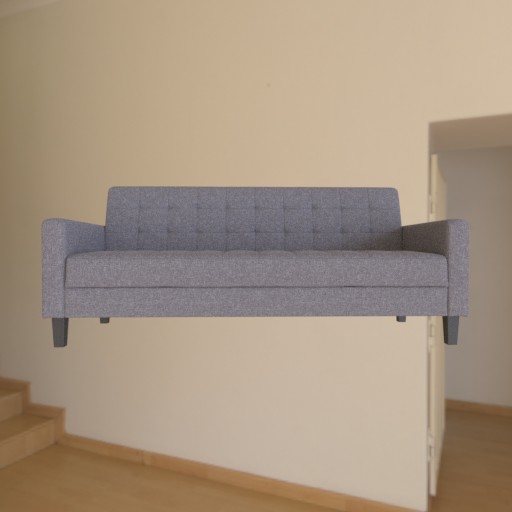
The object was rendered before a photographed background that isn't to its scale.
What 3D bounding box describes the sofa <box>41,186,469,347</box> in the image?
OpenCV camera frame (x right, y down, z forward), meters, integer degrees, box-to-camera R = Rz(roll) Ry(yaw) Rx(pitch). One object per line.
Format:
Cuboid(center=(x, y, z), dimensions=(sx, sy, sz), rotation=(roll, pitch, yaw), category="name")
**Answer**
Cuboid(center=(0.000, 0.000, 2.467), dimensions=(2.040, 0.850, 0.810), rotation=(0, 1, -2), category="sofa")
